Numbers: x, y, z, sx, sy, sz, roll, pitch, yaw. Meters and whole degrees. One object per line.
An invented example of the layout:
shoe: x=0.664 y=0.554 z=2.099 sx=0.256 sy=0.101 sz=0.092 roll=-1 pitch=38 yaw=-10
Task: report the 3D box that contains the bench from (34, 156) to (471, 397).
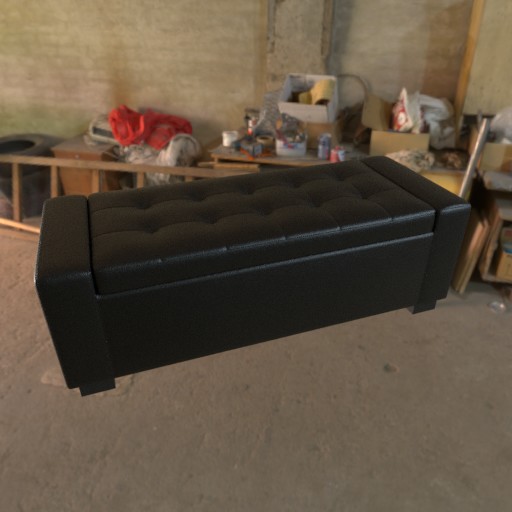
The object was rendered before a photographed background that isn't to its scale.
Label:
bench: x=0.000 y=0.000 z=1.535 sx=1.296 sy=0.445 sz=0.508 roll=-10 pitch=33 yaw=-16
